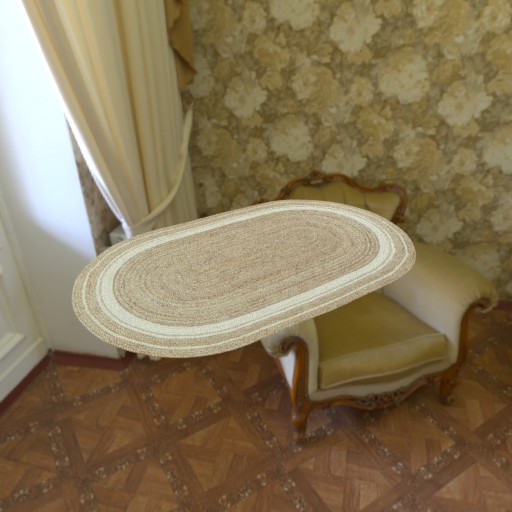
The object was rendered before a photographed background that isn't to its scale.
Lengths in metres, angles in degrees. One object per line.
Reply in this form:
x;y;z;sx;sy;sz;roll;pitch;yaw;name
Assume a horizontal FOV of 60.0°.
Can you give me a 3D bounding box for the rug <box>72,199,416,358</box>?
0.000;0.000;3.080;2.432;0.006;1.520;-18;34;-28;rug
